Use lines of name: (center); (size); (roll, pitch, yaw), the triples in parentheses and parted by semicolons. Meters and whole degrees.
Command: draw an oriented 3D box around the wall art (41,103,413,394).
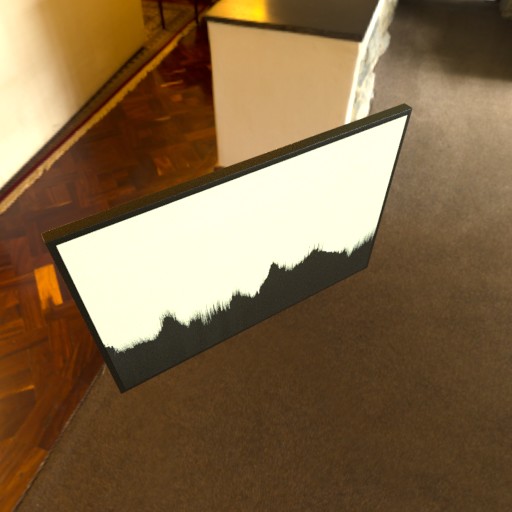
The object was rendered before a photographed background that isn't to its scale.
wall art: (0.000, 0.000, 0.865); (0.659, 0.446, 0.022); (-24, 52, -21)
